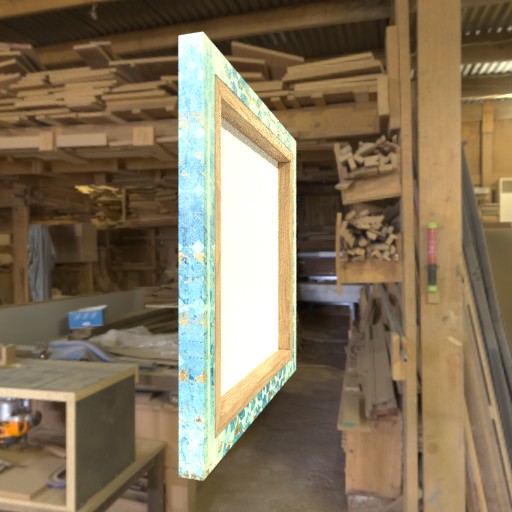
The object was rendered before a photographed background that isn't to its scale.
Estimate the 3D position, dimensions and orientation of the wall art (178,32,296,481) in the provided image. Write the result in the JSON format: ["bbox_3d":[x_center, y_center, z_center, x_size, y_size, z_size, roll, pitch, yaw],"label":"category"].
[{"bbox_3d":[0.000,0.000,0.896,0.040,0.609,0.609,0,0,17],"label":"wall art"}]
